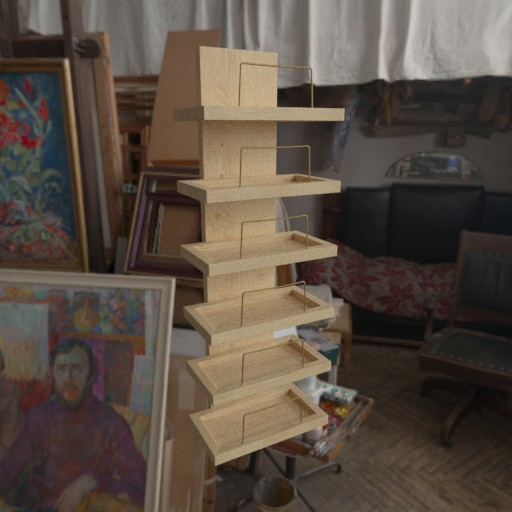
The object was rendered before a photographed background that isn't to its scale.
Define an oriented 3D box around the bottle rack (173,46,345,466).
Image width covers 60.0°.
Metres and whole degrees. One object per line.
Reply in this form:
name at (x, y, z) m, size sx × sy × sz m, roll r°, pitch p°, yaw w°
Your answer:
bottle rack at (0.000, 0.000, 1.080) m, size 0.330 × 0.943 × 0.206 m, roll -9°, pitch 18°, yaw -27°
